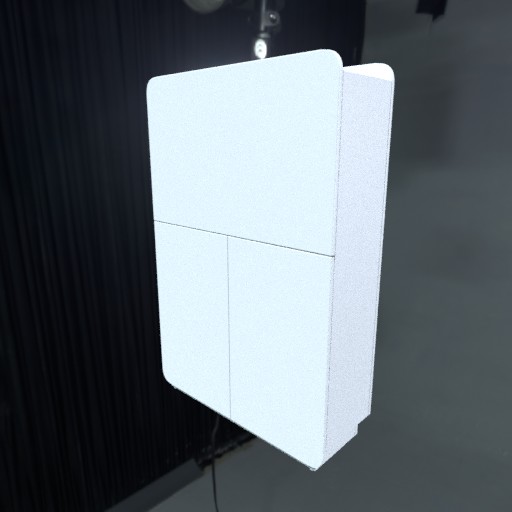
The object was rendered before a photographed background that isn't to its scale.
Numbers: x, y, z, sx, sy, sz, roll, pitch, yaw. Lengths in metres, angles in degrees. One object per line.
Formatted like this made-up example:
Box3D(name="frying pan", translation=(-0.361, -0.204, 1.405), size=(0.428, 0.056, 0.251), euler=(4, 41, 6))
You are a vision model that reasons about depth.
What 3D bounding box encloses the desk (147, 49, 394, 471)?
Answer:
Box3D(name="desk", translation=(0.000, 0.000, 1.529), size=(0.795, 1.190, 0.278), euler=(13, 19, 41))
